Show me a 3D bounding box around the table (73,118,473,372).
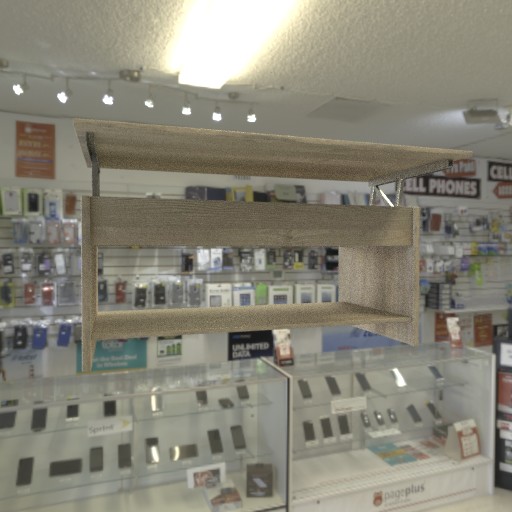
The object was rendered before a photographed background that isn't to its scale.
[{"bbox_3d":[0.000,0.000,1.385,1.000,0.570,0.712,0,1,-18],"label":"table"}]
